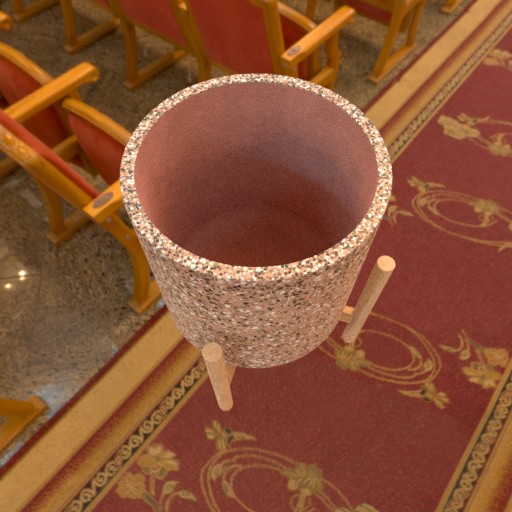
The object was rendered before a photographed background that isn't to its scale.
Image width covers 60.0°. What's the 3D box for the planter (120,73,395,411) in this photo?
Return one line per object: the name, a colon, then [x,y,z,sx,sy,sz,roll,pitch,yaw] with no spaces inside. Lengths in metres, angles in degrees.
planter: [0.000,0.000,0.678,0.360,0.419,0.360,35,65,19]
